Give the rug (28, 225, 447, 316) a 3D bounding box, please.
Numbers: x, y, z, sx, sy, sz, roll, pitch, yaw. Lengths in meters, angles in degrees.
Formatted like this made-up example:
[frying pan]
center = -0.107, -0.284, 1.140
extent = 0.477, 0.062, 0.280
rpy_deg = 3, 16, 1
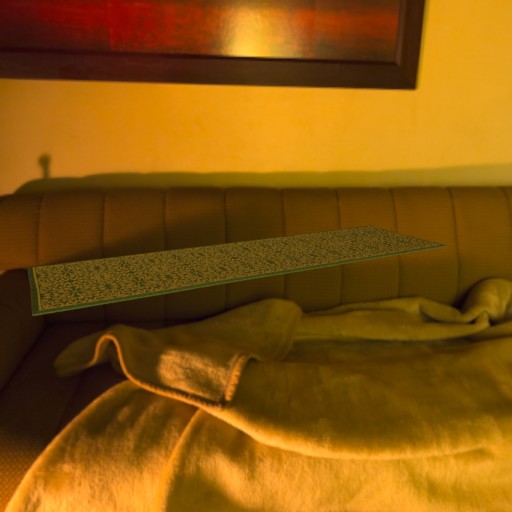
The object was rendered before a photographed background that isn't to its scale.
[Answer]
[rug]
center = 0.000, 0.000, 2.396
extent = 2.196, 0.011, 0.662
rpy_deg = -8, 18, -27
